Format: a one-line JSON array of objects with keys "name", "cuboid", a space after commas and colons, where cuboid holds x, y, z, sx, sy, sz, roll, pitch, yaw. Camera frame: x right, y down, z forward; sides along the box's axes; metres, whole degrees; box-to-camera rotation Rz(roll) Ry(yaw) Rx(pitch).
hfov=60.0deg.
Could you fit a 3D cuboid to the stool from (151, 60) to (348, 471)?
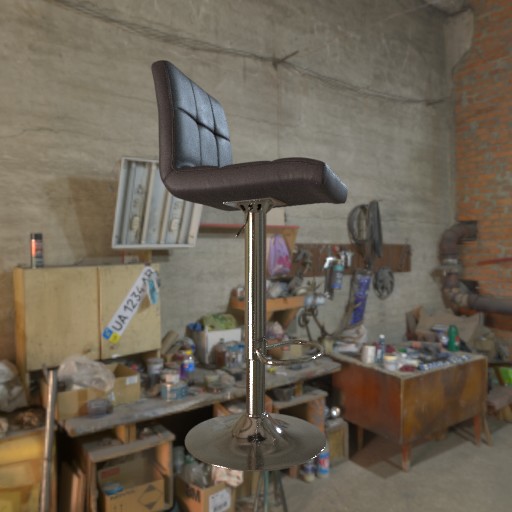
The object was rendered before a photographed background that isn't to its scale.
[{"name": "stool", "cuboid": [0.000, 0.000, 1.349, 0.505, 1.115, 0.430, 0, 0, 19]}]
